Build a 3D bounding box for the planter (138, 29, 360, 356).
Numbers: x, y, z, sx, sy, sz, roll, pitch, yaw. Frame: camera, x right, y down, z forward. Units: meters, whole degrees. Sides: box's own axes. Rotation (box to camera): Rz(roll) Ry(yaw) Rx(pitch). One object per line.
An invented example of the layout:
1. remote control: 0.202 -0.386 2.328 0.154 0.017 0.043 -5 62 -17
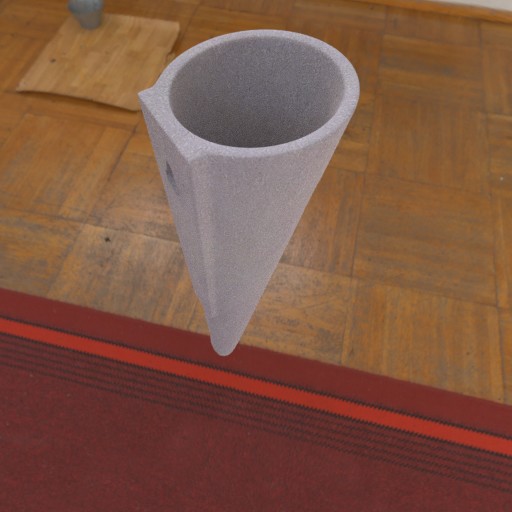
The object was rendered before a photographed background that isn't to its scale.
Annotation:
1. planter: 0.000 0.000 0.289 0.087 0.259 0.078 -28 62 -16
